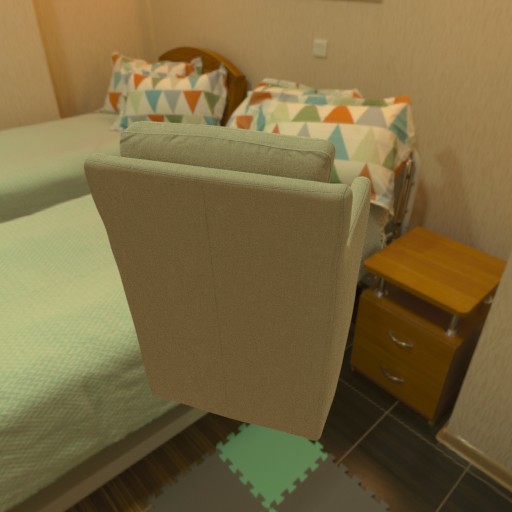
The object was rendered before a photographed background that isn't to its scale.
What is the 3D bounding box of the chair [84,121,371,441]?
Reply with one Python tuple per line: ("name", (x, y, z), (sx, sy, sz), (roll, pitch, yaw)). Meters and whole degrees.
("chair", (0.000, 0.000, 1.379), (0.626, 0.914, 0.694), (10, 34, 15))
